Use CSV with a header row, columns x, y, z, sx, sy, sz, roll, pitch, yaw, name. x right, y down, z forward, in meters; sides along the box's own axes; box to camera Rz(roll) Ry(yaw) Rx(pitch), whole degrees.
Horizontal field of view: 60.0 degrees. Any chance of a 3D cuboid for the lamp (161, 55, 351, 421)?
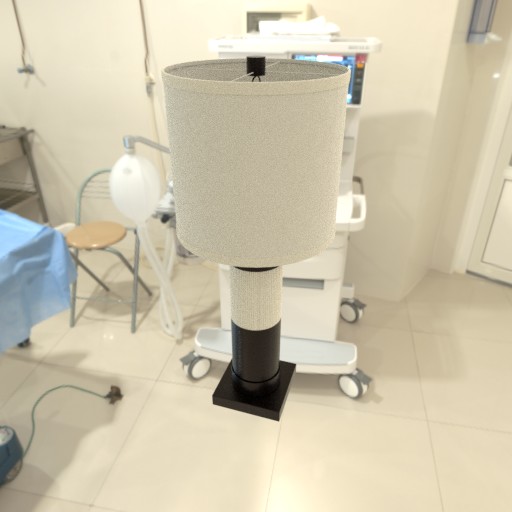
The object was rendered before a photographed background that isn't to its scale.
x,y,z,sx,sy,sz,roll,pitch,yaw,name
0.000,0.000,0.618,0.211,0.509,0.211,9,31,16,lamp
